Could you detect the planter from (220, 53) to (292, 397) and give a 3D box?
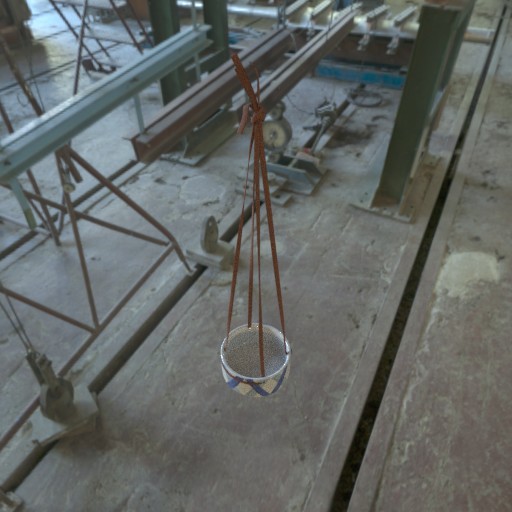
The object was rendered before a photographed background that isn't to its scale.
[{"bbox_3d":[0.000,0.000,0.834,0.166,0.751,0.166,-13,42,-14],"label":"planter"}]
